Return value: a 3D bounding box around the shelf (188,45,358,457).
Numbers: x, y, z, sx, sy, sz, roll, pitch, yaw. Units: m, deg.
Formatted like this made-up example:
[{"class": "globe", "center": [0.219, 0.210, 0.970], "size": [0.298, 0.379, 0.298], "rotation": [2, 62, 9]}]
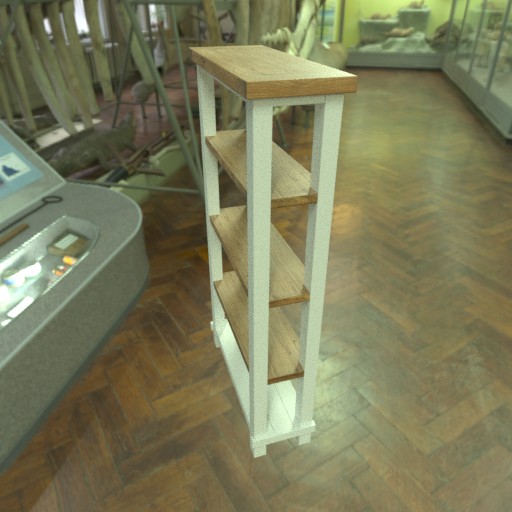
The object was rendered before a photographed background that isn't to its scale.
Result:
[{"class": "shelf", "center": [0.000, 0.000, 2.294], "size": [0.381, 1.878, 1.022], "rotation": [-9, 32, -15]}]
